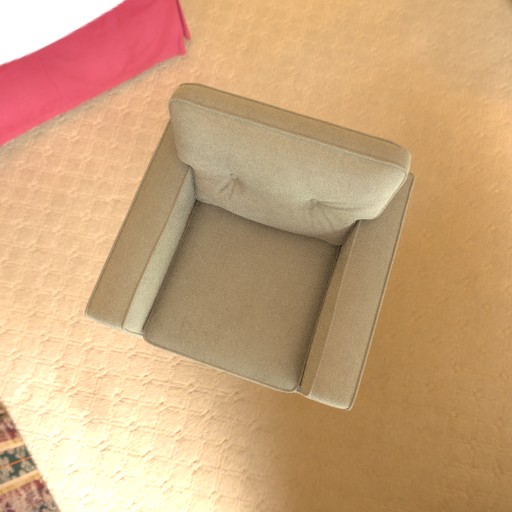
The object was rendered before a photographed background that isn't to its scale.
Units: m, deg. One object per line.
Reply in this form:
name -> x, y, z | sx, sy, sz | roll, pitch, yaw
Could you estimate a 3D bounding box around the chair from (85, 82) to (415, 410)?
chair -> 0.000, 0.000, 1.796 | 1.015, 0.965, 0.939 | 18, 76, 5
